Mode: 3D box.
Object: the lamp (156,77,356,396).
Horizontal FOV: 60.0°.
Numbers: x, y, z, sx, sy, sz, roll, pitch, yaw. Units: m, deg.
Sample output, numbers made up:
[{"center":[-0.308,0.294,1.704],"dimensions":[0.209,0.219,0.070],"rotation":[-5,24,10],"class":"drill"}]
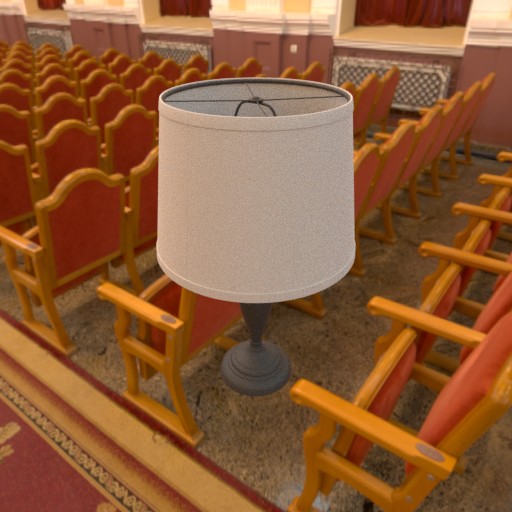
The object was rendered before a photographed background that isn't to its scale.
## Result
[{"center":[0.000,0.000,0.716],"dimensions":[0.310,0.501,0.310],"rotation":[0,31,0],"class":"lamp"}]
